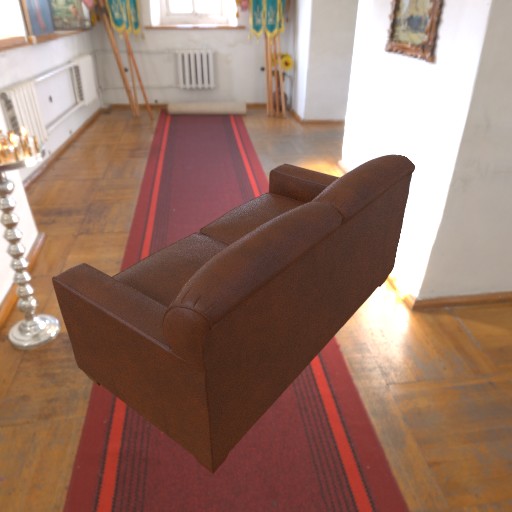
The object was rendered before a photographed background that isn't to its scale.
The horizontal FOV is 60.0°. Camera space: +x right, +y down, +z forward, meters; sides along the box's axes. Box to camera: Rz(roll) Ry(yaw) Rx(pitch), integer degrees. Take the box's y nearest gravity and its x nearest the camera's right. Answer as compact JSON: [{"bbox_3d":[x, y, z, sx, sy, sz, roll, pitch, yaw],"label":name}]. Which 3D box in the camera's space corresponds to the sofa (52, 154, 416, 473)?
[{"bbox_3d":[0.000,0.000,2.437,1.000,0.966,1.856,22,38,31],"label":"sofa"}]
